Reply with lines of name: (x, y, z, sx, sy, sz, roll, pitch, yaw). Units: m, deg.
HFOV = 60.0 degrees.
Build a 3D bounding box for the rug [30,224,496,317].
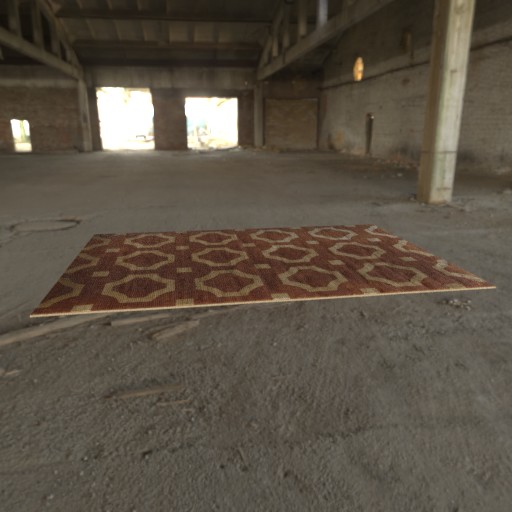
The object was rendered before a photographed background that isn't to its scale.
rug: (0.000, 0.000, 2.871, 2.286, 0.016, 1.555, -3, 16, -9)
